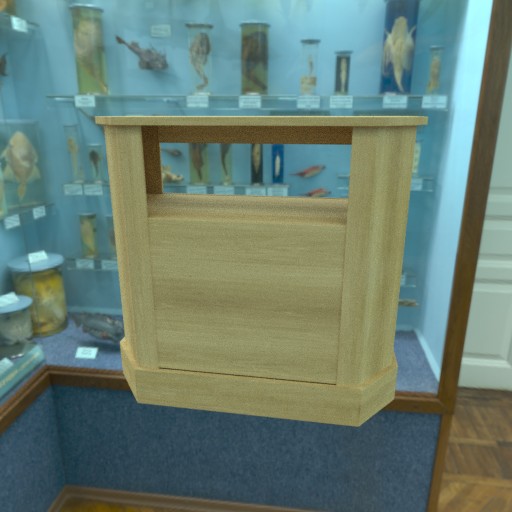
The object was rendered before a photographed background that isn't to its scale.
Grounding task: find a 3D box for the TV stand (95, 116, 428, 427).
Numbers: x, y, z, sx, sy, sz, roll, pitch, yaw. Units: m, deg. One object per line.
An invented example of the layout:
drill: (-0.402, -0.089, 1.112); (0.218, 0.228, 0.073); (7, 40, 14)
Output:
TV stand: (0.000, 0.000, 1.300); (0.851, 0.781, 0.425); (3, 18, 9)
